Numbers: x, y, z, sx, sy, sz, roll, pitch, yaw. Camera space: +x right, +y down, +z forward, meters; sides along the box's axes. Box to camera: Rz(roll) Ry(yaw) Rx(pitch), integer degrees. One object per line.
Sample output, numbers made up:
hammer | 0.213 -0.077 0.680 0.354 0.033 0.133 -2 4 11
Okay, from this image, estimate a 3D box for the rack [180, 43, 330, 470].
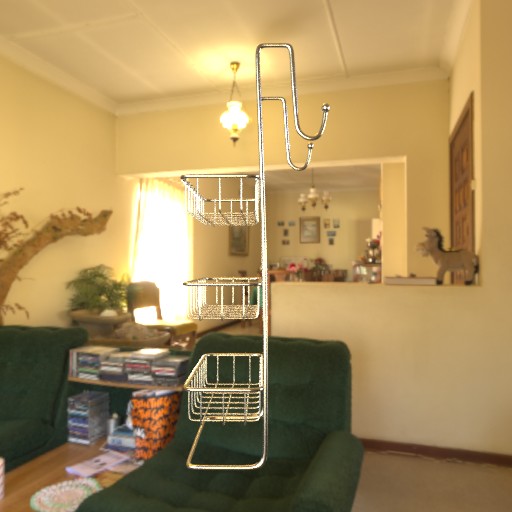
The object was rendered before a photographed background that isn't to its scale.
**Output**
rack | 0.000 0.000 0.693 0.202 0.574 0.228 0 -1 1
